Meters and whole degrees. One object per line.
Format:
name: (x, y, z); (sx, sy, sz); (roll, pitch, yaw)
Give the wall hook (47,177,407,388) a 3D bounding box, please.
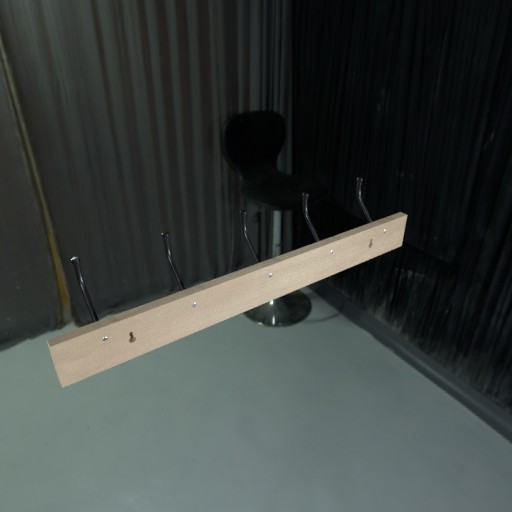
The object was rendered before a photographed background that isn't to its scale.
wall hook: (0.000, 0.000, 0.628); (0.571, 0.117, 0.071); (-19, 35, -30)
